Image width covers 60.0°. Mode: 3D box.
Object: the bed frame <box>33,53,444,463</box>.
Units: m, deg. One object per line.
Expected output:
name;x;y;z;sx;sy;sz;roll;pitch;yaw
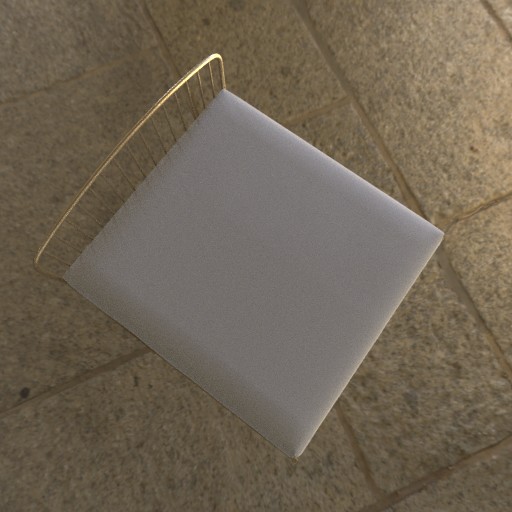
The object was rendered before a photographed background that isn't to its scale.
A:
bed frame;0.000;0.000;3.278;2.152;1.174;2.016;35;79;8
